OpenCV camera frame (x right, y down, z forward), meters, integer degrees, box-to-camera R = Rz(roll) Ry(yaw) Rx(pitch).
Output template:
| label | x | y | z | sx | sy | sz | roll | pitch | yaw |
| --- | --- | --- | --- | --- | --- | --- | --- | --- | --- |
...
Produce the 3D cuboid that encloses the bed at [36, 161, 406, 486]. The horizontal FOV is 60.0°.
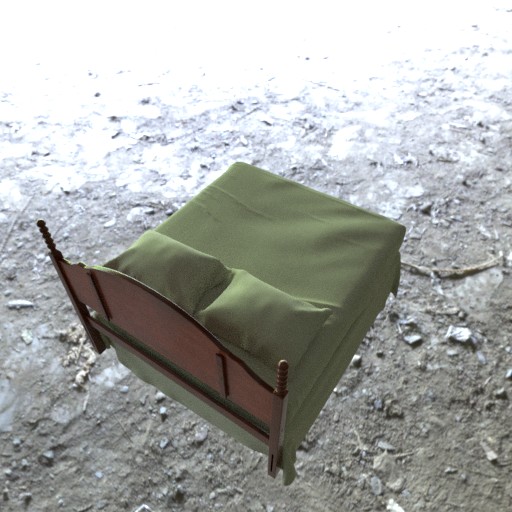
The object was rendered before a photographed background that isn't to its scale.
| label | x | y | z | sx | sy | sz | roll | pitch | yaw |
| --- | --- | --- | --- | --- | --- | --- | --- | --- | --- |
| bed | 0.000 | 0.000 | 3.218 | 1.873 | 1.356 | 2.040 | 26 | 52 | 23 |
